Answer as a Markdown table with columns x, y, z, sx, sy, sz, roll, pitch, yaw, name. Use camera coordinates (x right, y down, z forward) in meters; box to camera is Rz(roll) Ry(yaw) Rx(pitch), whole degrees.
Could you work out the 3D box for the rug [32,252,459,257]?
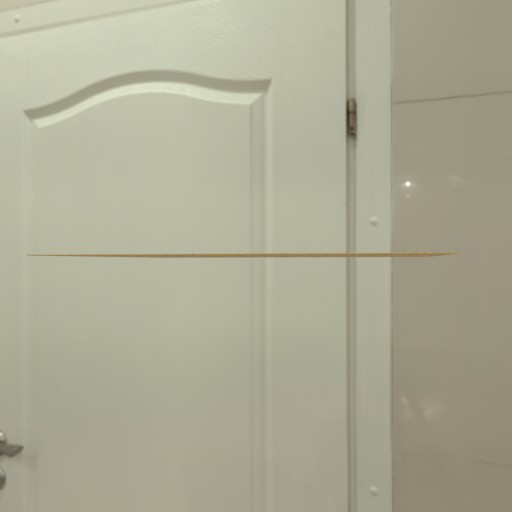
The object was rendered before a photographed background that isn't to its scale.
| x | y | z | sx | sy | sz | roll | pitch | yaw | name |
| --- | --- | --- | --- | --- | --- | --- | --- | --- | --- |
| 0.000 | 0.000 | 3.752 | 2.895 | 0.006 | 1.981 | 0 | -1 | 17 | rug |
